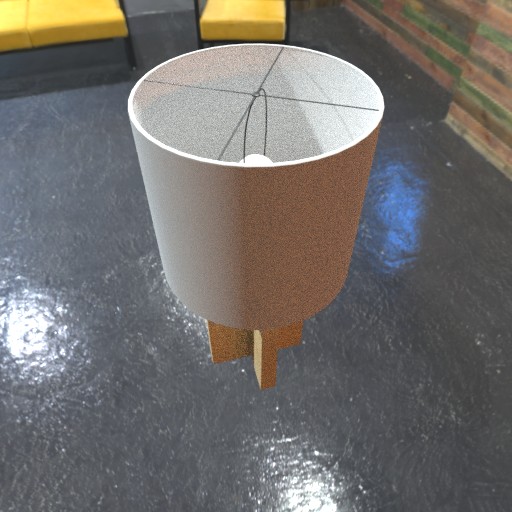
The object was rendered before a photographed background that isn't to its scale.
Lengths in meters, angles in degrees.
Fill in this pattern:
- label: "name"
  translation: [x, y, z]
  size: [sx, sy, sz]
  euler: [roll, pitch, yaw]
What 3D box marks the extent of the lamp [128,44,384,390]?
- label: "lamp"
  translation: [0.000, 0.000, 0.556]
  size: [0.229, 0.428, 0.229]
  euler: [-11, 47, -10]
